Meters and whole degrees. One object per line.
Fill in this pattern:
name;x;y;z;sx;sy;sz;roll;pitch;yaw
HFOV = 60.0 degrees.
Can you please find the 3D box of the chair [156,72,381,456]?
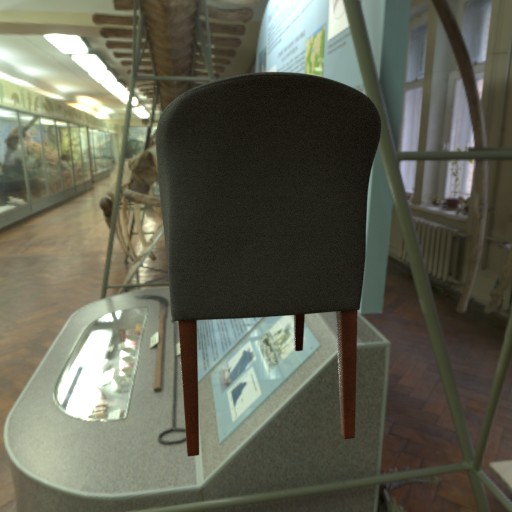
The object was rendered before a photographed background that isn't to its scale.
chair;0.000;0.000;1.252;0.506;0.879;0.619;-2;14;-9
